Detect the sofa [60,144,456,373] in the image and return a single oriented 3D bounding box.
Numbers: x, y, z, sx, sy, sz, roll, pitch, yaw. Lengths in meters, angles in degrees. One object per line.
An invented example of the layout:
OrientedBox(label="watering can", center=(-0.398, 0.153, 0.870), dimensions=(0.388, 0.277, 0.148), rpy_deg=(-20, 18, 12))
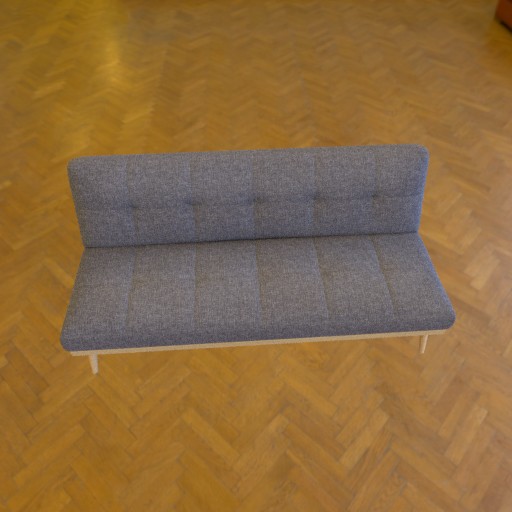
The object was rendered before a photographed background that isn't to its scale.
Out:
OrientedBox(label="sofa", center=(0.000, 0.000, 2.230), dimensions=(1.820, 0.770, 0.820), rpy_deg=(-3, 47, -3))
